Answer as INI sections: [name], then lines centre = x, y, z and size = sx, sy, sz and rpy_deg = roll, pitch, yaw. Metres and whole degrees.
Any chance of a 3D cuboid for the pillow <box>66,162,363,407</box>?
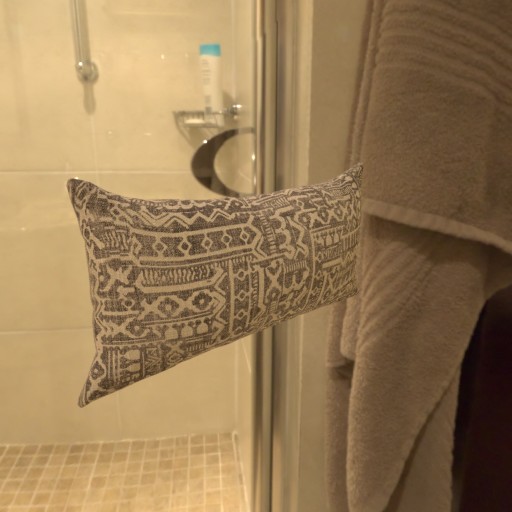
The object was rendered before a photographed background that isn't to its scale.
[pillow]
centre = 0.000, 0.000, 0.742
size = 0.631, 0.290, 0.148
rpy_deg = -14, 20, -42
